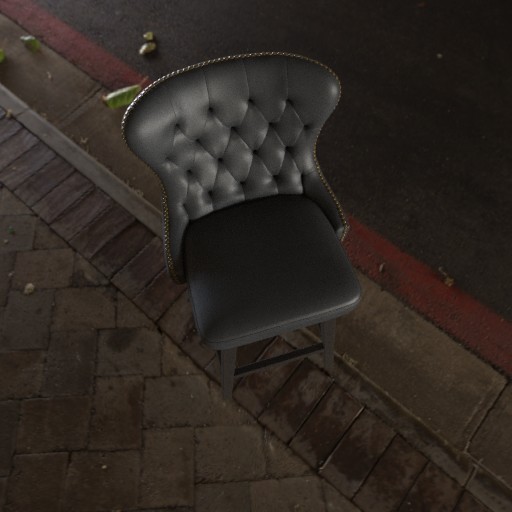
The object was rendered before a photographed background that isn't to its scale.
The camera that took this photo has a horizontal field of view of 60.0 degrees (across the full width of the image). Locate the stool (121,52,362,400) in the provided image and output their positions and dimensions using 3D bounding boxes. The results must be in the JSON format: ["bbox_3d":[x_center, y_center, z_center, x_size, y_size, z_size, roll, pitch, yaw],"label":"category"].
[{"bbox_3d":[0.000,0.000,1.336,0.528,0.971,0.593,-15,64,-7],"label":"stool"}]
